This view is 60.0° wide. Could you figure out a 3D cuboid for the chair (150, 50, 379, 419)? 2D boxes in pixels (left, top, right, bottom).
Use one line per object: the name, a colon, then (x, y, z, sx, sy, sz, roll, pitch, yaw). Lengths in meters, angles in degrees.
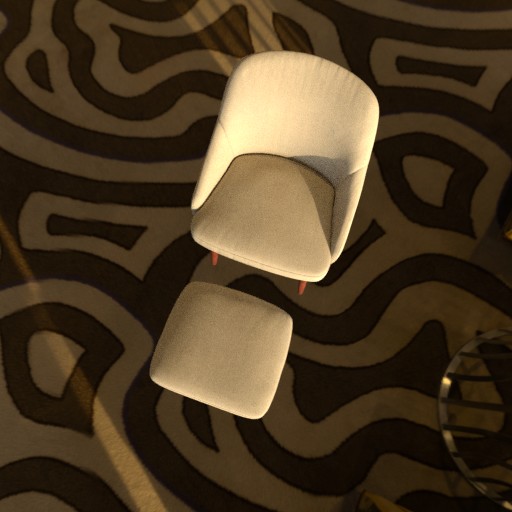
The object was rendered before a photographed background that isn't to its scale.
chair: (0.000, 0.000, 1.642, 0.584, 0.866, 1.114, 19, 76, 5)
